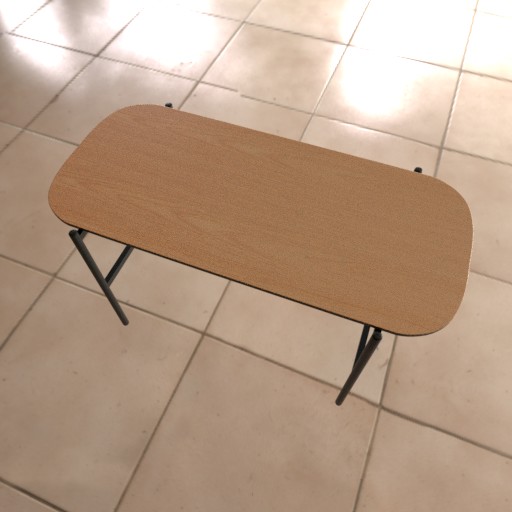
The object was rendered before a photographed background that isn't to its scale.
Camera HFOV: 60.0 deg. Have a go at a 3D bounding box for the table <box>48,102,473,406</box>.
[{"bbox_3d":[0.000,0.000,1.018,0.800,0.400,0.400,18,59,11],"label":"table"}]
